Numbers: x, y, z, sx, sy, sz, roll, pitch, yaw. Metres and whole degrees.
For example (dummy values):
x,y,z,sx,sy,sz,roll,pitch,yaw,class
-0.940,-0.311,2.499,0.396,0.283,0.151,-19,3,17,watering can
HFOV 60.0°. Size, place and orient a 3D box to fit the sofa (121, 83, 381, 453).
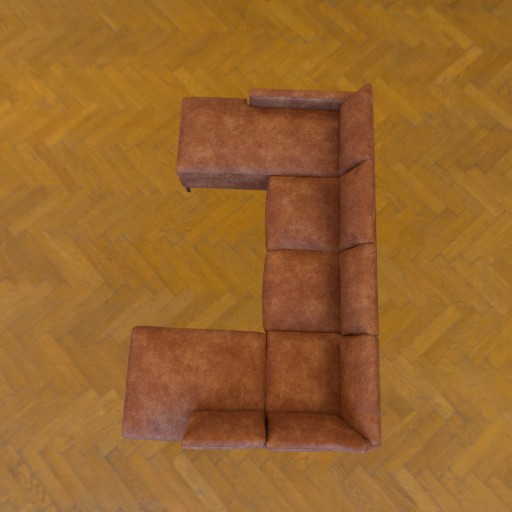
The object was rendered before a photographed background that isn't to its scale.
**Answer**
x,y,z,sx,sy,sz,roll,pitch,yaw,class
0.000,0.000,3.731,1.939,0.900,2.956,2,77,1,sofa
